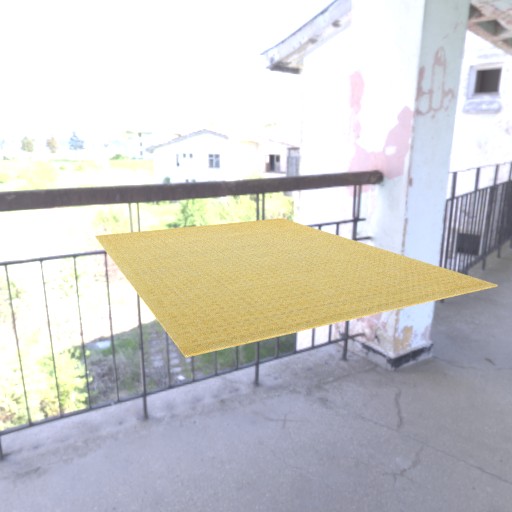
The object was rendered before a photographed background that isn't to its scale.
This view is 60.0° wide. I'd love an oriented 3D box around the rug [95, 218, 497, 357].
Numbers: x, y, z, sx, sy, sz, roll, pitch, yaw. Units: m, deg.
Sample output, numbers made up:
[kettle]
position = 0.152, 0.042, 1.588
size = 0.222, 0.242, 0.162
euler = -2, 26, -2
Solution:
[rug]
position = 0.000, 0.000, 4.233
size = 2.486, 0.015, 3.242
euler = -8, 17, -26
